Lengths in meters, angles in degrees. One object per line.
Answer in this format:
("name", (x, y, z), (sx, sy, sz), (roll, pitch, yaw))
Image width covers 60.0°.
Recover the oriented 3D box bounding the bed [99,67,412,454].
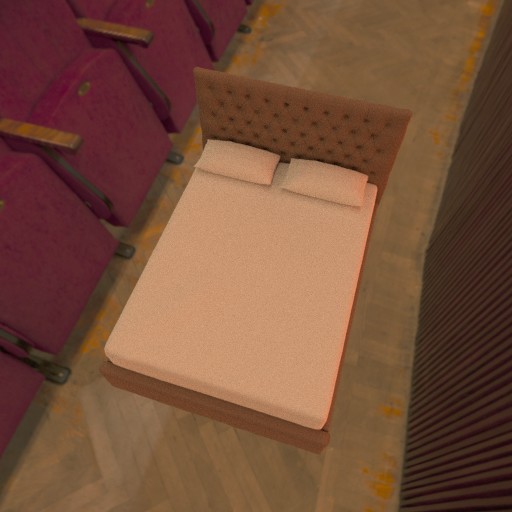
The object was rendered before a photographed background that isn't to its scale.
("bed", (0.000, 0.000, 3.361), (1.696, 1.426, 2.233), (15, 60, 9))
